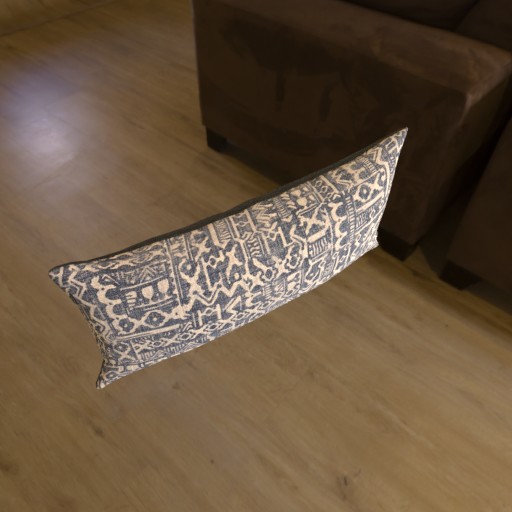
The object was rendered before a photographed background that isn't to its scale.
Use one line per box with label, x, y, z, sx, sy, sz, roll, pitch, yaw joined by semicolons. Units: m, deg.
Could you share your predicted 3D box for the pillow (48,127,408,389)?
pillow;0.000;0.000;0.751;0.631;0.292;0.148;-25;52;-21
